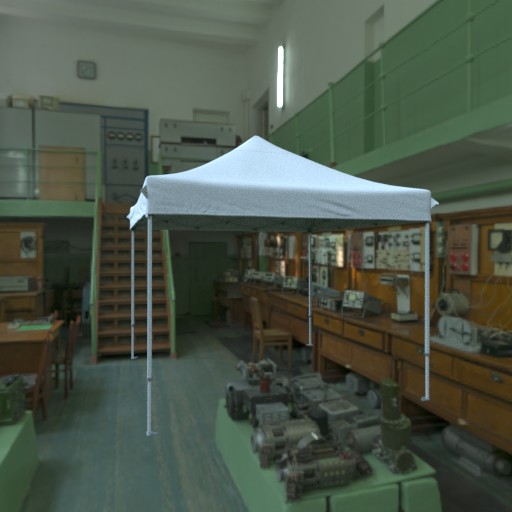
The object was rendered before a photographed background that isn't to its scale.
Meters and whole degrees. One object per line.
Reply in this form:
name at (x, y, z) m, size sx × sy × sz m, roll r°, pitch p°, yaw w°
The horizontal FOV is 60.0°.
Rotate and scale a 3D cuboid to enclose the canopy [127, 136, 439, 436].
canopy at (0.000, 0.000, 5.544) m, size 2.996 × 2.998 × 2.994 m, roll 0°, pitch 1°, yaw -18°
